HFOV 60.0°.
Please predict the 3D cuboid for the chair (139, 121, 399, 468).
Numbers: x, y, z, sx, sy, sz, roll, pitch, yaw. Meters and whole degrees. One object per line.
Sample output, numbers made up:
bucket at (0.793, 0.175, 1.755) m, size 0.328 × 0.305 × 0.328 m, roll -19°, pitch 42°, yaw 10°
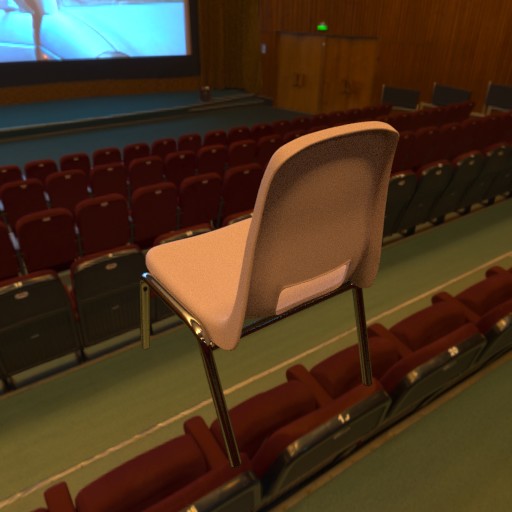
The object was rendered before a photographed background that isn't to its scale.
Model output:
chair at (0.000, 0.000, 0.787) m, size 0.354 × 0.537 × 0.385 m, roll -19°, pitch 36°, yaw -29°
